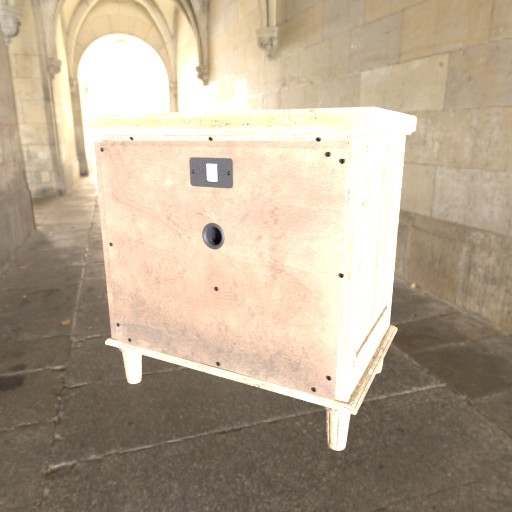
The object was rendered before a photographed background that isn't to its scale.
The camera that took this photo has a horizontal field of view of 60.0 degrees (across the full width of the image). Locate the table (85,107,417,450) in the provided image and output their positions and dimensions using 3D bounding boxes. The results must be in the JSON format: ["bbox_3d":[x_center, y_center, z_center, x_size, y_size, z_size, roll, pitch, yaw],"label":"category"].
[{"bbox_3d":[0.000,0.000,1.176,0.686,0.711,0.457,8,17,26],"label":"table"}]
